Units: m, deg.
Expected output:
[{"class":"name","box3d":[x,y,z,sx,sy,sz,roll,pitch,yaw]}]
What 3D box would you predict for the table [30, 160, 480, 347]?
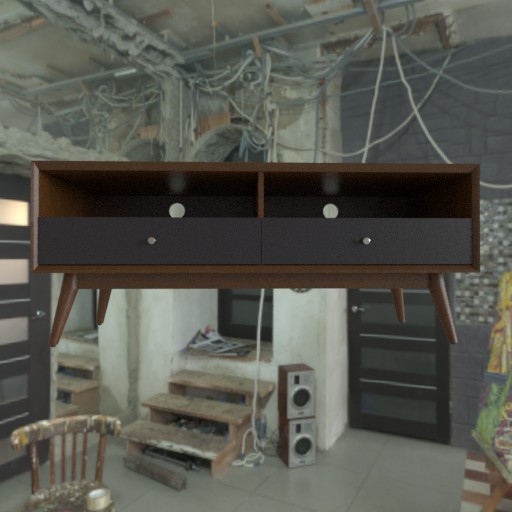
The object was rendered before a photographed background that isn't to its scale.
[{"class":"table","box3d":[0.000,0.000,1.338,1.119,0.464,0.490,0,0,-2]}]
